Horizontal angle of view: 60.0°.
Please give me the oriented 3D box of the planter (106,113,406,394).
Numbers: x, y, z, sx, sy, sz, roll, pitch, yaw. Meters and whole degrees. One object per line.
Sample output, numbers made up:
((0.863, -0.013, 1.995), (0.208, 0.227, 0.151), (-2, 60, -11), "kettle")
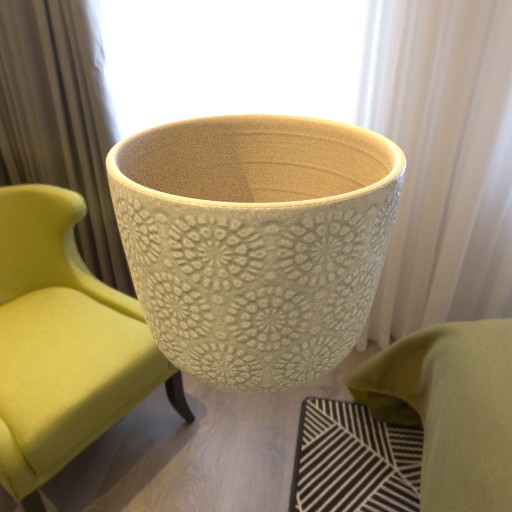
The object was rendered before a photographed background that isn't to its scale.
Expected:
((0.000, 0.000, 0.217), (0.124, 0.109, 0.124), (0, 31, 0), "planter")
